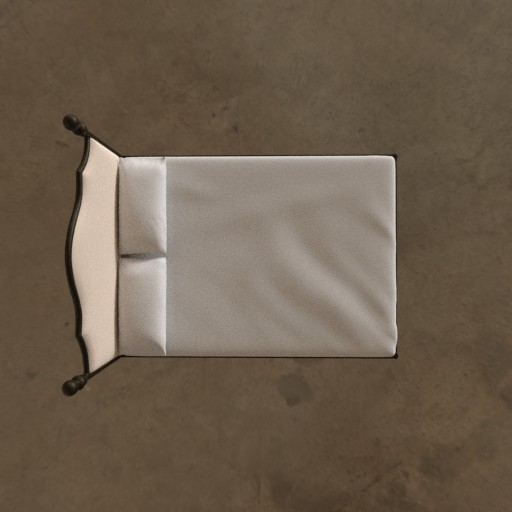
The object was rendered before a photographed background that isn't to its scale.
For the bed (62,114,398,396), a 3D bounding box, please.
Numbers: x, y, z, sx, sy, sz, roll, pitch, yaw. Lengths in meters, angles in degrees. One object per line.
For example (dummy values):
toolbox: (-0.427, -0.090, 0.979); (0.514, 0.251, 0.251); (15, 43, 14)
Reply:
bed: (0.000, 0.000, 3.259); (2.224, 1.499, 1.642); (0, 90, 1)
